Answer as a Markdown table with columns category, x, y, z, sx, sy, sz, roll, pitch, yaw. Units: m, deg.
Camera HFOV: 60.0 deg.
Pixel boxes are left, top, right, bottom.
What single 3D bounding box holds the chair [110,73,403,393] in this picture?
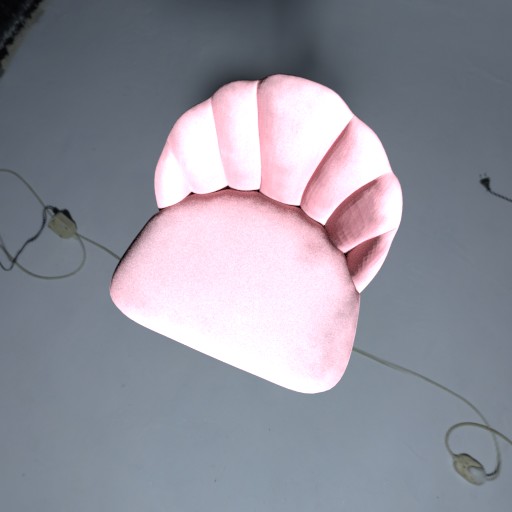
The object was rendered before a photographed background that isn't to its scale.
| category | x | y | z | sx | sy | sz | roll | pitch | yaw |
| --- | --- | --- | --- | --- | --- | --- | --- | --- | --- |
| chair | 0.000 | 0.000 | 1.246 | 0.657 | 0.819 | 0.599 | 22 | 75 | 6 |
